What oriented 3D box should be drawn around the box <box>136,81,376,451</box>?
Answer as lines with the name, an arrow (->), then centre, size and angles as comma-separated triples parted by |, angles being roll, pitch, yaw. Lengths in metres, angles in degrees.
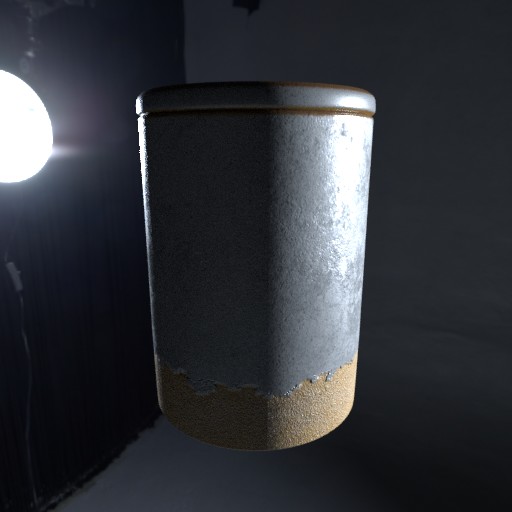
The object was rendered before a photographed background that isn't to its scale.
box -> 0.000, 0.000, 0.245 | 0.118, 0.168, 0.118 | 0, 14, 0
